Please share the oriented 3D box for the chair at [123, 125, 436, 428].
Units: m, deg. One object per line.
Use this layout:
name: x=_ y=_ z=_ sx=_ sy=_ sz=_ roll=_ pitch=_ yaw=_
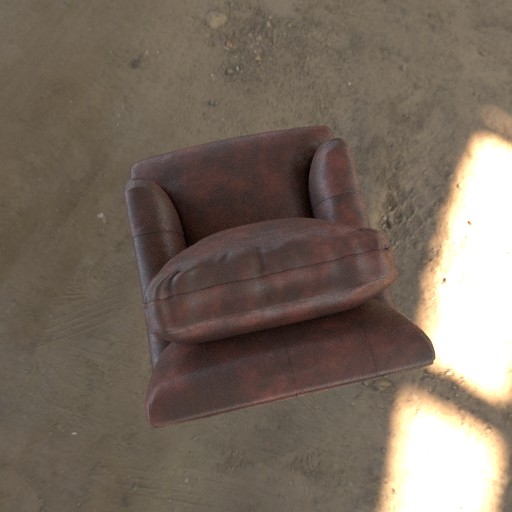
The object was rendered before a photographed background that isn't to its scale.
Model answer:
chair: x=0.000 y=0.000 z=1.908 sx=0.987 sy=1.051 sz=1.156 roll=-12 pitch=75 yaw=-3
